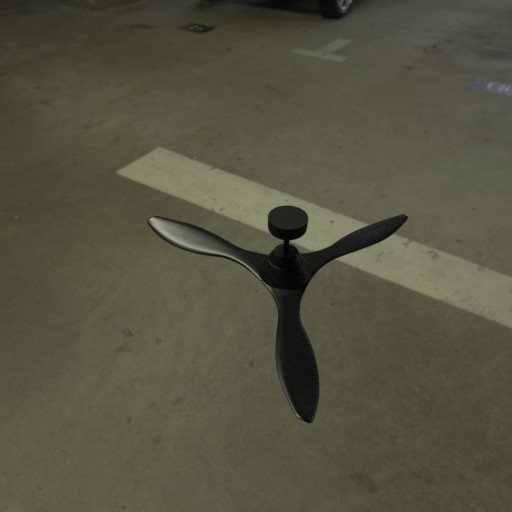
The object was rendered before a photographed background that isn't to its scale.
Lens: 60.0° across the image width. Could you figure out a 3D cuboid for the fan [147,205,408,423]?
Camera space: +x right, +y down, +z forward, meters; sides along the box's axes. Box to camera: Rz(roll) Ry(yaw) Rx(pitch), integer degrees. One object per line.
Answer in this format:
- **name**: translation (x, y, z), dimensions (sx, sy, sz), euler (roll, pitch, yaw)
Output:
- **fan**: translation (0.000, 0.000, 1.601), dimensions (1.067, 0.305, 1.067), euler (11, 43, 12)
